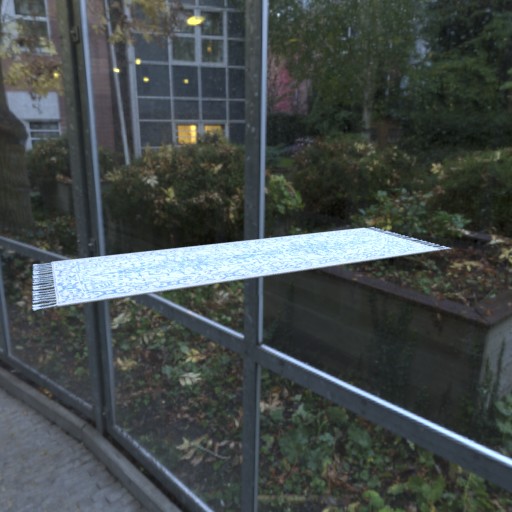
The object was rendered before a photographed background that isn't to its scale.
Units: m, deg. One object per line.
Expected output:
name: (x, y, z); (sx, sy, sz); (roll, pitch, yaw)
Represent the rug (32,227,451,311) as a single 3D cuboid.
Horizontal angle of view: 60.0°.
rug: (0.000, 0.000, 2.697); (2.449, 0.011, 0.774); (-7, 17, -25)
